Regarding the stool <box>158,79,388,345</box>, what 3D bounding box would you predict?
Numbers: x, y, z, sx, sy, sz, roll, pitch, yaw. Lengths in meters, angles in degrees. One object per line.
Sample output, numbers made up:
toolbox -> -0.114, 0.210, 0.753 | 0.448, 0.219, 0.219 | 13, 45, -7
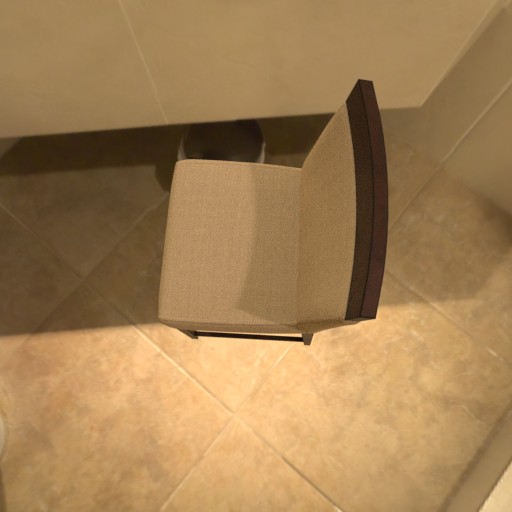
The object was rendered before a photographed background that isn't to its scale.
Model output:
stool -> 0.000, 0.000, 1.416 | 0.531, 1.117, 0.511 | 3, 75, 1
